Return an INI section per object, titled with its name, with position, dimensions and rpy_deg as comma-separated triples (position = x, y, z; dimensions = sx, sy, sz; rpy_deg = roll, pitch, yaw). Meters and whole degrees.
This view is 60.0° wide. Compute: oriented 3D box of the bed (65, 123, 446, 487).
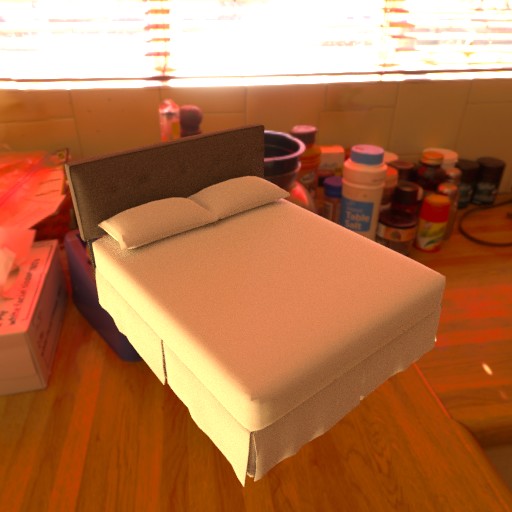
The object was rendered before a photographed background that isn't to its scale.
[bed]
position = 0.000, 0.000, 2.841
dimensions = 1.610, 1.089, 1.894
rpy_deg = -22, 38, -33
